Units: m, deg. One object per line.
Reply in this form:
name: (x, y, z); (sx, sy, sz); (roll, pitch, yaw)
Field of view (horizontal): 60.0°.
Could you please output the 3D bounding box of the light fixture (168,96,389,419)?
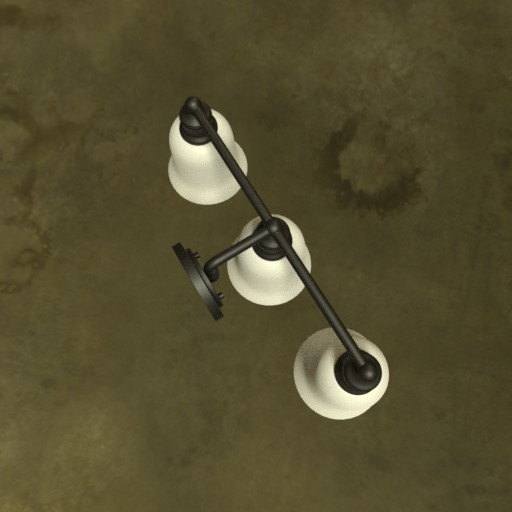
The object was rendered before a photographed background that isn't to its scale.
light fixture: (0.000, 0.000, 0.661); (0.198, 0.211, 0.570); (-31, 77, -8)
